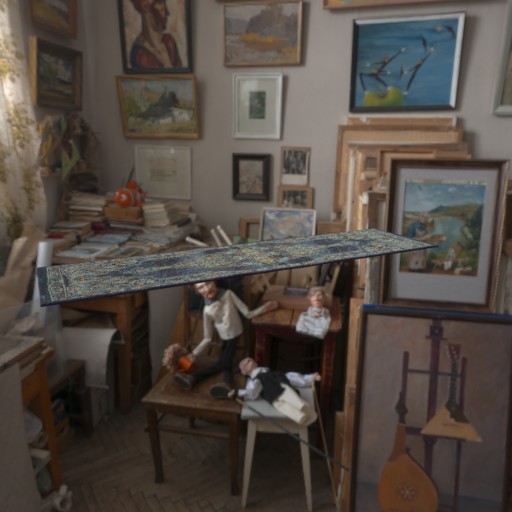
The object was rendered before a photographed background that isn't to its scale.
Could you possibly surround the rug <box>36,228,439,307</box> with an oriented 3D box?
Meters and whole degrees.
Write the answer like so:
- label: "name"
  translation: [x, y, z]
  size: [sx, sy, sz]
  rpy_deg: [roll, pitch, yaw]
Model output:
- label: "rug"
  translation: [0.000, 0.000, 2.560]
  size: [2.283, 0.016, 0.602]
  rpy_deg: [-7, 17, -26]
